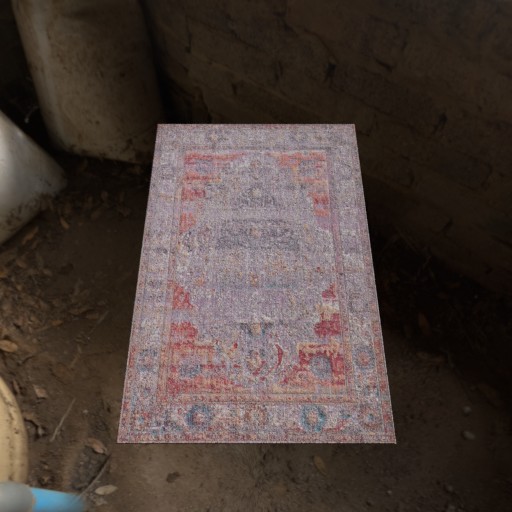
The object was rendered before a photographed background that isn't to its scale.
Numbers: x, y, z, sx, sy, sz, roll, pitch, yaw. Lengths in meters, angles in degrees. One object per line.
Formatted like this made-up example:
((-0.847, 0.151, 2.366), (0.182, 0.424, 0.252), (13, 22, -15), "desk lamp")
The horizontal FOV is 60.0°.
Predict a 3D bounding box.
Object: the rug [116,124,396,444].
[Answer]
((0.000, 0.000, 2.337), (1.219, 0.005, 1.829), (0, 63, 0), "rug")
